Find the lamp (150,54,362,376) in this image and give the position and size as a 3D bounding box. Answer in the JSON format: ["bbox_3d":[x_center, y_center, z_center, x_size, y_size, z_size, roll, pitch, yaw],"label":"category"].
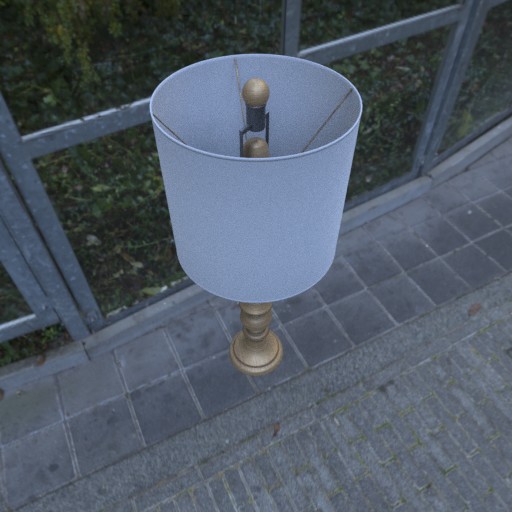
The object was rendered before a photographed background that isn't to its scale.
[{"bbox_3d":[0.000,0.000,0.730,0.250,0.597,0.250,-10,48,-9],"label":"lamp"}]
